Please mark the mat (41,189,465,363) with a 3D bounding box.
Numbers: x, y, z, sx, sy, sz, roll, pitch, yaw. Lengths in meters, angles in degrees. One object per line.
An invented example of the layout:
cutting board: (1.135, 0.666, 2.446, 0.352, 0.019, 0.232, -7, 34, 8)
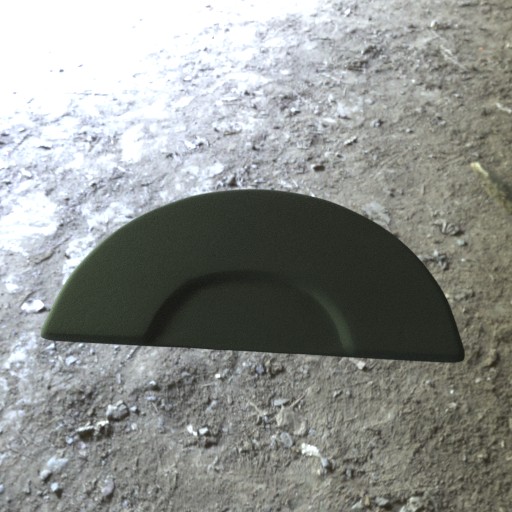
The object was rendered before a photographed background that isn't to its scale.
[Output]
mat: (0.000, 0.000, 1.869, 1.525, 0.022, 0.917, 3, 47, 2)
